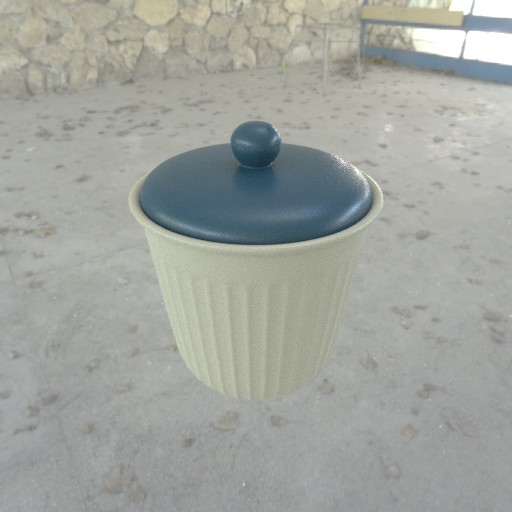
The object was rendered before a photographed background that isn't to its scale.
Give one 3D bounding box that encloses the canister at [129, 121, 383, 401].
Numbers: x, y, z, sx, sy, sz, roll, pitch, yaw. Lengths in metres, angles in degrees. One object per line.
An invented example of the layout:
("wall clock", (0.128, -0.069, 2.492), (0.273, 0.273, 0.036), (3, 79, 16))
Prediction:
("canister", (0.000, 0.000, 0.354), (0.181, 0.211, 0.181), (0, 31, 0))
